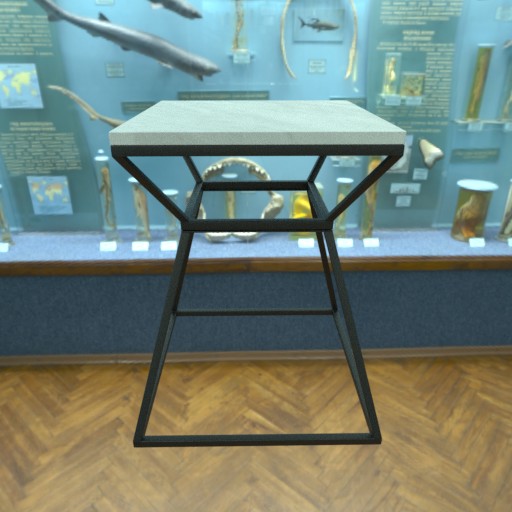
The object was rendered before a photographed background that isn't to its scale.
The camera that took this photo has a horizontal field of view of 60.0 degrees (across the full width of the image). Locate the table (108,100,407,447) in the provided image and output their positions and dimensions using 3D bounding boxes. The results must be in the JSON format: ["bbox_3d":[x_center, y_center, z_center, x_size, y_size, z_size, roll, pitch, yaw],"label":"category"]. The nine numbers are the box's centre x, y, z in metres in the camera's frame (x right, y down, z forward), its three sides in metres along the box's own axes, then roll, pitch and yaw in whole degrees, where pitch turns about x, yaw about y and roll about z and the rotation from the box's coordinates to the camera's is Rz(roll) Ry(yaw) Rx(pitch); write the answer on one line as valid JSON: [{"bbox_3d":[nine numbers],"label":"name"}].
[{"bbox_3d":[0.000,0.000,0.900,0.455,0.559,0.455,0,25,-1],"label":"table"}]
